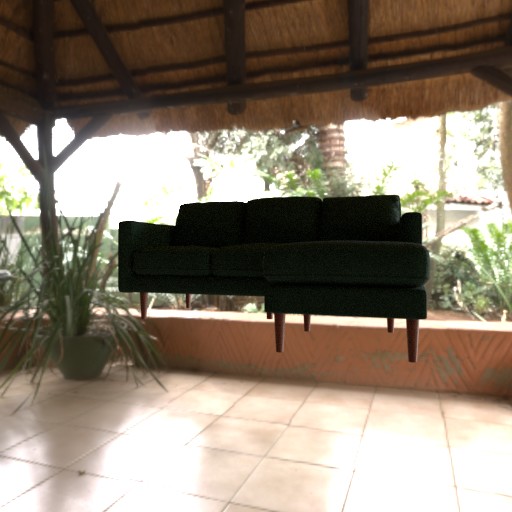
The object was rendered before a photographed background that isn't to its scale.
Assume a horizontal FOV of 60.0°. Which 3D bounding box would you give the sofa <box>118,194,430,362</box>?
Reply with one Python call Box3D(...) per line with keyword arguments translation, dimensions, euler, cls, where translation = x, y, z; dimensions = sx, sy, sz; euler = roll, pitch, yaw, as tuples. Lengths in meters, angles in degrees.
Box3D(translation=(0.000, 0.000, 2.854), dimensions=(2.030, 0.899, 1.580), euler=(0, 0, 19), cls="sofa")
